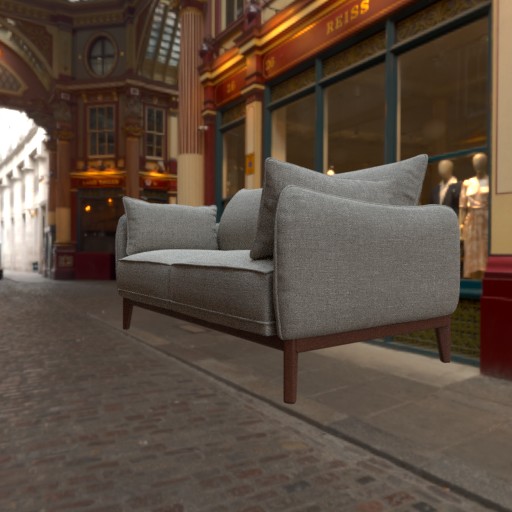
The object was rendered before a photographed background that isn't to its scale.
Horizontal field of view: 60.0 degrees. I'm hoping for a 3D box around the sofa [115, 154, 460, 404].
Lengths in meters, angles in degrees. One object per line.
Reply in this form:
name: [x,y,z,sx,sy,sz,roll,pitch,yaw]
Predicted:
sofa: [0.000,0.000,2.139,0.972,0.851,1.580,-1,1,-35]
